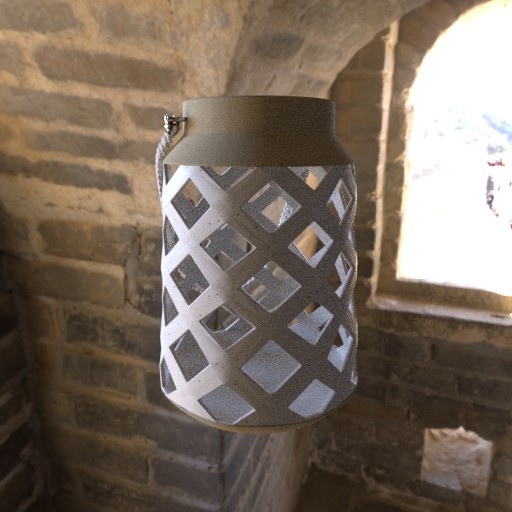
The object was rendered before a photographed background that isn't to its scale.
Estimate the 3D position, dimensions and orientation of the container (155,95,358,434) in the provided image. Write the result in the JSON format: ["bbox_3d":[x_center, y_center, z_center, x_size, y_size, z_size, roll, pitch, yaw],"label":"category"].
[{"bbox_3d":[0.000,0.000,0.404,0.188,0.264,0.198,-8,16,-28],"label":"container"}]
